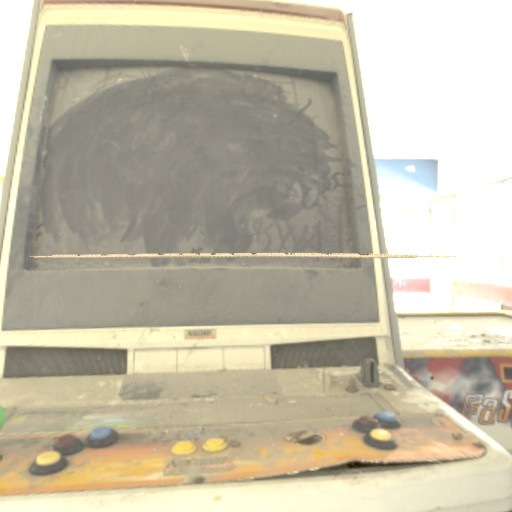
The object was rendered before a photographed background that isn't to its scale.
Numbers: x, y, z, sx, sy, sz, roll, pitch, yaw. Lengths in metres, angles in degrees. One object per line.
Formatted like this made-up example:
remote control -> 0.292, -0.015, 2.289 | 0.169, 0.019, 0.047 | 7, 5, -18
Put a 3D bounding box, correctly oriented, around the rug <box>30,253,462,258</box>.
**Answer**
rug -> 0.000, 0.000, 3.259 | 2.615, 0.029, 1.664 | 0, 0, 20
